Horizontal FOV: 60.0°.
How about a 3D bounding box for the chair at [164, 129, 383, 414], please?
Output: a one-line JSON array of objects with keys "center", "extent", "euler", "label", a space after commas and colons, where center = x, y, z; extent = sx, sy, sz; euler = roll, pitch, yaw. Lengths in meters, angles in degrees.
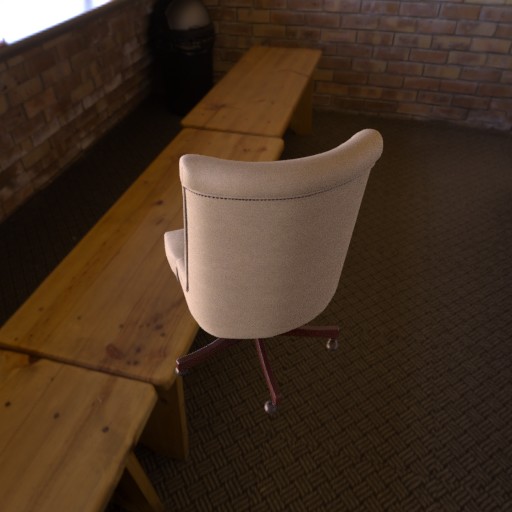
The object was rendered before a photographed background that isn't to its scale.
[{"center": [0.000, 0.000, 1.434], "extent": [0.645, 1.010, 0.696], "euler": [-11, 42, -13], "label": "chair"}]
